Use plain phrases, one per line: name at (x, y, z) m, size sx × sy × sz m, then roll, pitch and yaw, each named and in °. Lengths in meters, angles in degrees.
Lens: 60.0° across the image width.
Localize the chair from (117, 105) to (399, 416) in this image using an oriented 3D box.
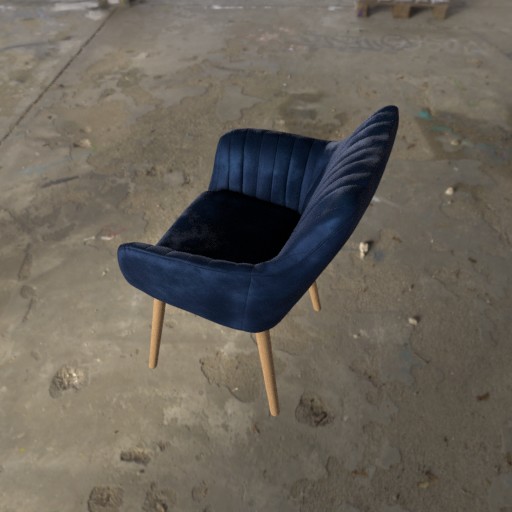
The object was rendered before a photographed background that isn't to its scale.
chair at (0.000, 0.000, 1.234) m, size 0.573 × 0.826 × 0.578 m, roll 17°, pitch 47°, yaw 16°
